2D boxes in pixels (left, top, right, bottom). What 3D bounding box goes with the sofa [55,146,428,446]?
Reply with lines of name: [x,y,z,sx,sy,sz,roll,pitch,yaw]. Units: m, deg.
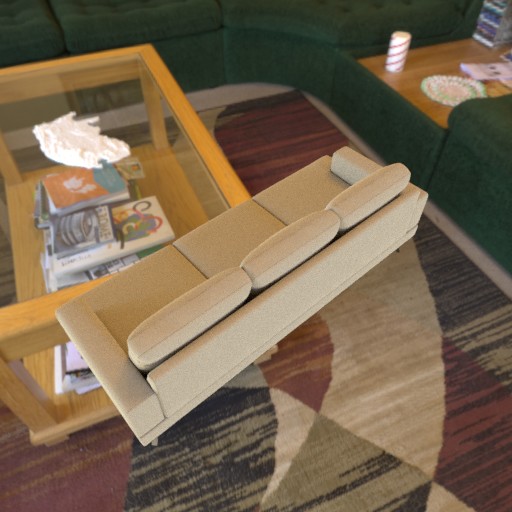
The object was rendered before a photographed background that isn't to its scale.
sofa: [0.000,0.000,2.810,2.310,0.810,0.920,-33,56,-26]
